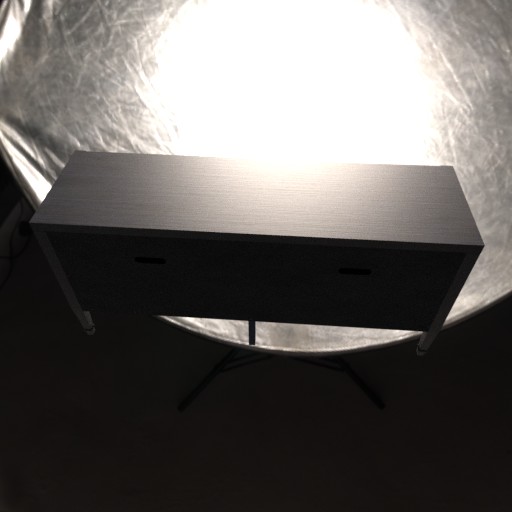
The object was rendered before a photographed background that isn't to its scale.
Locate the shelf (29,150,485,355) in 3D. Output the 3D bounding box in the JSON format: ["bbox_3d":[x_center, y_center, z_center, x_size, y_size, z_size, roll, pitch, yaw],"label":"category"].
[{"bbox_3d":[0.000,0.000,1.951,1.575,0.719,0.479,3,46,3],"label":"shelf"}]
